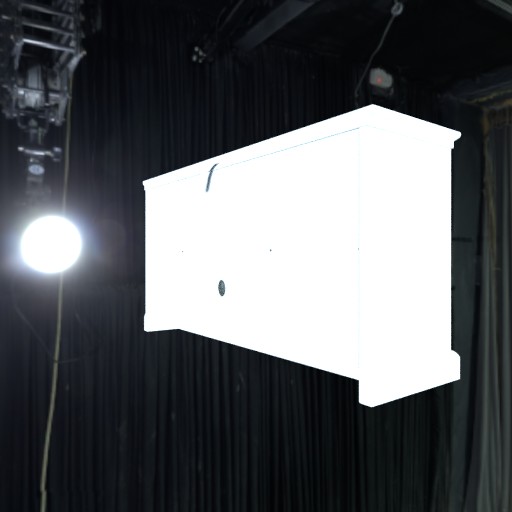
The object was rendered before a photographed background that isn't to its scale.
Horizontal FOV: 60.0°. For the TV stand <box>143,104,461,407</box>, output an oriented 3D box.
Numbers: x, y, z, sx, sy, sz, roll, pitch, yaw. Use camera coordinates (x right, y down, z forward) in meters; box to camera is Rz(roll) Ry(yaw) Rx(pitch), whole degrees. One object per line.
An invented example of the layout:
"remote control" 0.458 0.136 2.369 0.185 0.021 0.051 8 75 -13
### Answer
"TV stand" 0.000 0.000 1.470 0.424 0.624 1.187 0 0 -37
